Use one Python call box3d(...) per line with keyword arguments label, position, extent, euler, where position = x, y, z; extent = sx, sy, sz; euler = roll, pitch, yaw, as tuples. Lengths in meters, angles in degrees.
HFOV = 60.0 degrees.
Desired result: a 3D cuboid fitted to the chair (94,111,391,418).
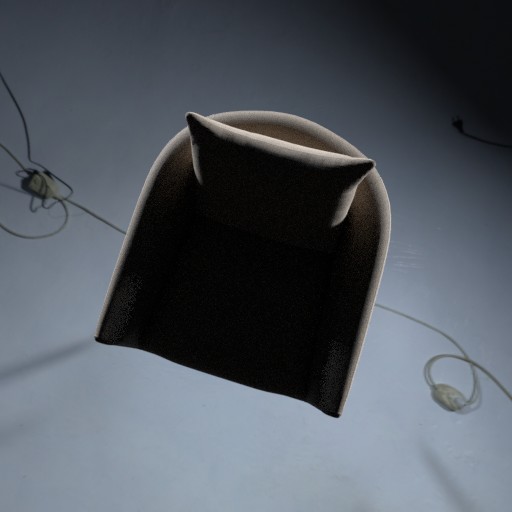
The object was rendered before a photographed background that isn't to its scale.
box3d(label="chair", position=(0.000, 0.000, 1.636), extent=(0.845, 0.848, 0.910), euler=(17, 77, 4))
